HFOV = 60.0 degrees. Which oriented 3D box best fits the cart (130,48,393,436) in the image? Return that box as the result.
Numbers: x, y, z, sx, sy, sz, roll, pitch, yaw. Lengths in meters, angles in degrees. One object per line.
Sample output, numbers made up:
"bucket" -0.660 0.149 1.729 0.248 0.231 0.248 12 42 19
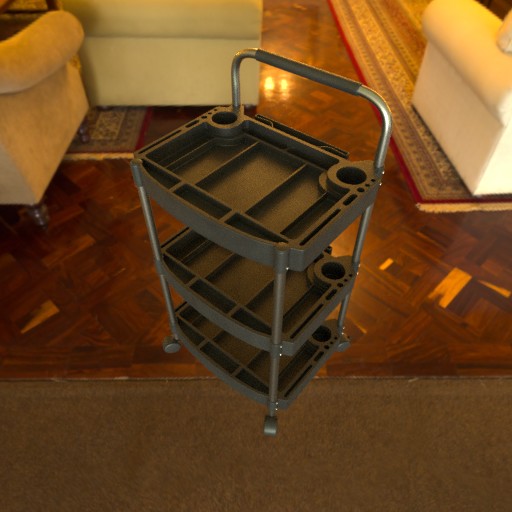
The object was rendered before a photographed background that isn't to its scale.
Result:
"cart" 0.000 0.000 1.397 0.584 1.075 0.518 32 54 26
